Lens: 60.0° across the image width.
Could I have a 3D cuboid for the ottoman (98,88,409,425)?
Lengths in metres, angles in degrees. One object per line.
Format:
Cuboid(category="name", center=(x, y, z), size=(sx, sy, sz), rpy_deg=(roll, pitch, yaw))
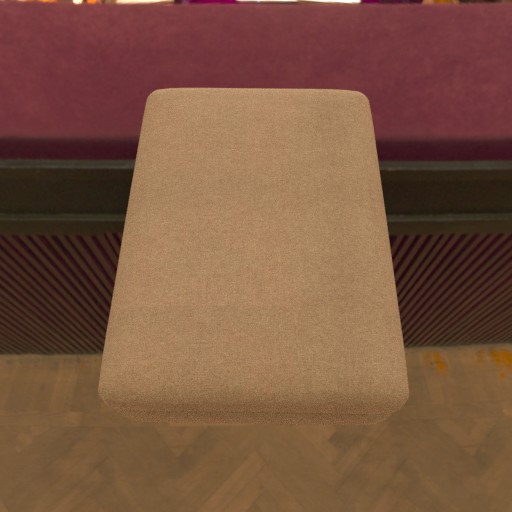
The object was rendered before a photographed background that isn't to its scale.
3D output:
Cuboid(category="ottoman", center=(0.000, 0.000, 1.178), size=(0.610, 0.478, 0.823), rpy_deg=(1, 63, 0))
